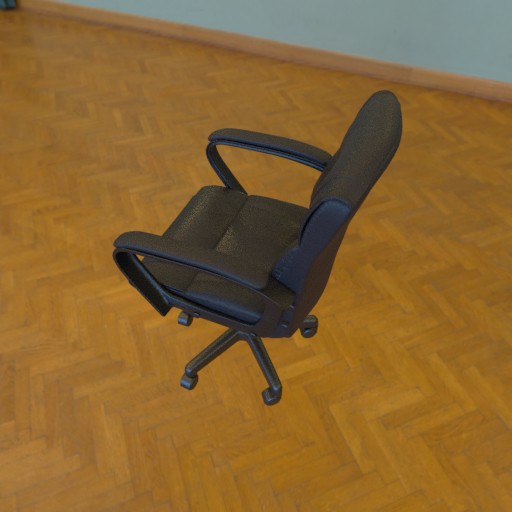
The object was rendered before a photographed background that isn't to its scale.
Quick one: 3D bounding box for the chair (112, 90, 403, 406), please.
[{"bbox_3d":[0.000,0.000,1.345,0.641,0.998,0.576,17,49,15],"label":"chair"}]
